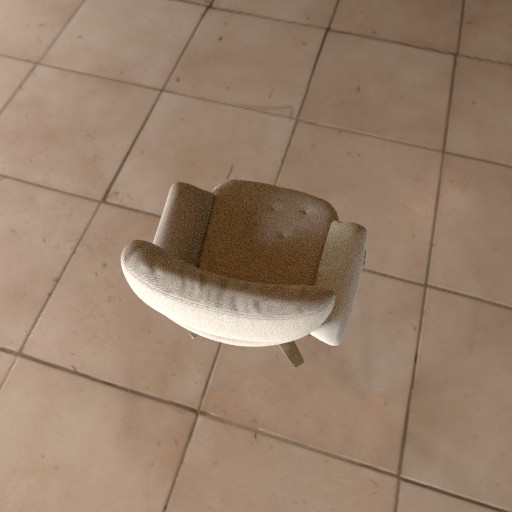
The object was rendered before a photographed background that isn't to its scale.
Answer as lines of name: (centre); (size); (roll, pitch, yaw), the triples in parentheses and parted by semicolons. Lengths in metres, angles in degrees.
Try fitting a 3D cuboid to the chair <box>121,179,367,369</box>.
chair: (0.000, 0.000, 1.618); (0.785, 0.995, 0.837); (14, 64, 7)
